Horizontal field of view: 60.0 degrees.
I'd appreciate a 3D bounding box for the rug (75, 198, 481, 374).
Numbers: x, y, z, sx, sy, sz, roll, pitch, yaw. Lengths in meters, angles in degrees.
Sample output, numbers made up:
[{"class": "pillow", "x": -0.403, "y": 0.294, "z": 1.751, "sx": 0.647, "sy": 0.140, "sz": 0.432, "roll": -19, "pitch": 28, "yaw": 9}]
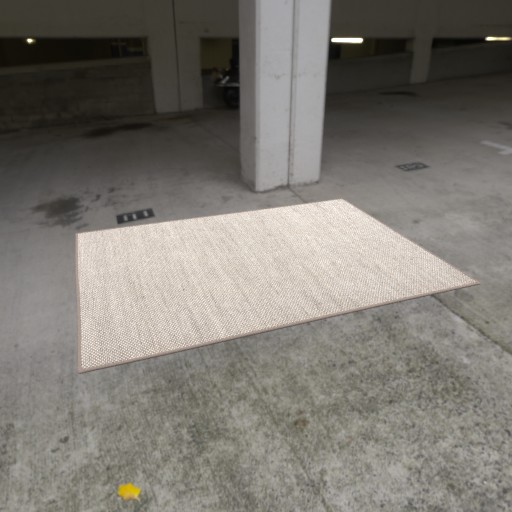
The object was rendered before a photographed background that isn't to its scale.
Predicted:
[{"class": "rug", "x": 0.000, "y": 0.000, "z": 2.764, "sx": 2.115, "sy": 0.013, "sz": 1.517, "roll": -9, "pitch": 28, "yaw": -18}]
